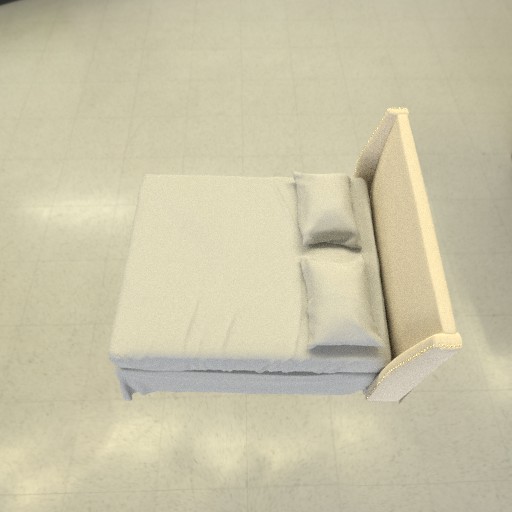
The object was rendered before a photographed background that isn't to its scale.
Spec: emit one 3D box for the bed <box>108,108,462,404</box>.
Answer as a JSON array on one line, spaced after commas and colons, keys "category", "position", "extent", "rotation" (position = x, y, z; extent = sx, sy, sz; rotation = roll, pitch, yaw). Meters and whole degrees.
[{"category": "bed", "position": [0.000, 0.000, 3.419], "extent": [2.276, 1.332, 1.925], "rotation": [1, 59, 1]}]
